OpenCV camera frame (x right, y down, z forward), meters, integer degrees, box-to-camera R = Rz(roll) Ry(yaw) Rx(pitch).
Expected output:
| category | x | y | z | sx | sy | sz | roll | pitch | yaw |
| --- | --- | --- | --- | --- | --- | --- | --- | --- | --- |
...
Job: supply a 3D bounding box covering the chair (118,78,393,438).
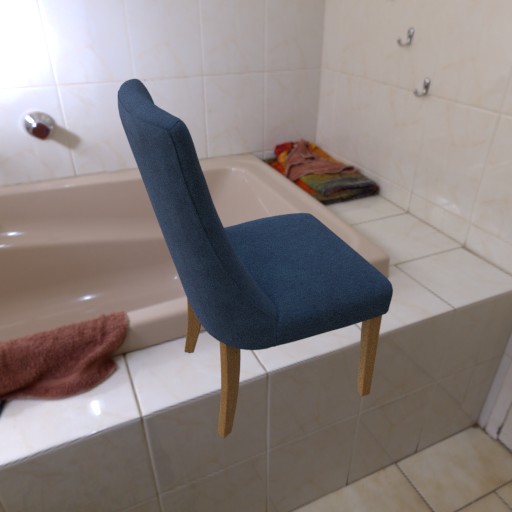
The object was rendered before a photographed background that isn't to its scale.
| category | x | y | z | sx | sy | sz | roll | pitch | yaw |
| --- | --- | --- | --- | --- | --- | --- | --- | --- | --- |
| chair | 0.000 | 0.000 | 1.239 | 0.609 | 0.902 | 0.495 | -12 | 33 | -19 |
